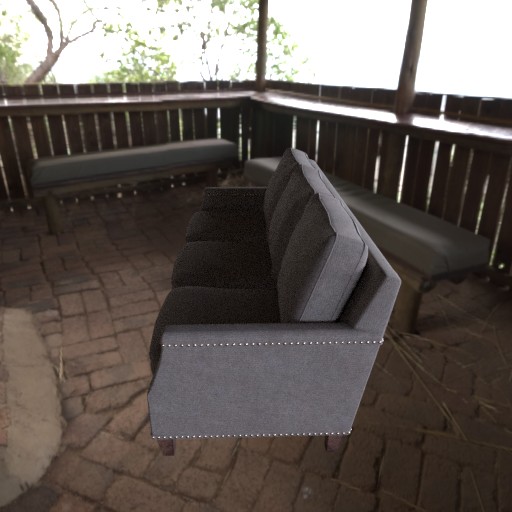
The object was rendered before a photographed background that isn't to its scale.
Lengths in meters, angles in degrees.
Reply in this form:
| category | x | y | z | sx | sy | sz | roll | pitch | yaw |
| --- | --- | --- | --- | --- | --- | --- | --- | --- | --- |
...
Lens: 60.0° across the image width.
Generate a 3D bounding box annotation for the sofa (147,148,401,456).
| category | x | y | z | sx | sy | sz | roll | pitch | yaw |
| --- | --- | --- | --- | --- | --- | --- | --- | --- | --- |
| sofa | 0.000 | 0.000 | 2.793 | 1.034 | 1.042 | 2.226 | -1 | 24 | -2 |
